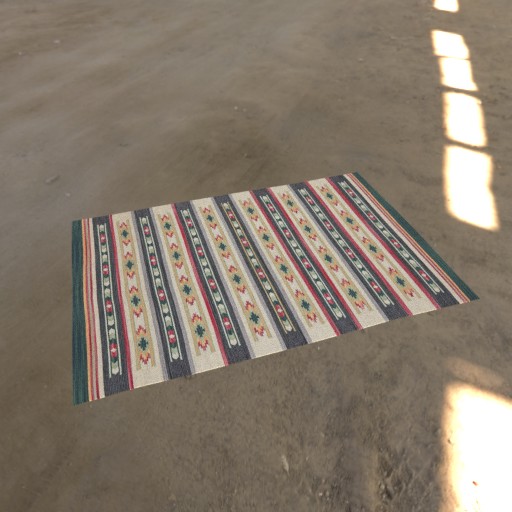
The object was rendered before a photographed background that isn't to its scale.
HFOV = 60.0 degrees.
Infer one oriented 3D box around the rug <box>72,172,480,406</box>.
[{"bbox_3d":[0.000,0.000,2.303,1.825,0.009,1.221,-12,42,-13],"label":"rug"}]
